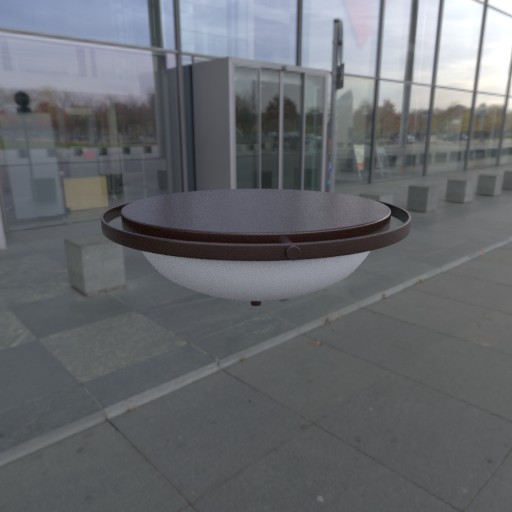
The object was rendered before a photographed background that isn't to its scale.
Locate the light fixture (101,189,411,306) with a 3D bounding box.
[{"bbox_3d":[0.000,0.000,0.559,0.361,0.130,0.361,0,16,0],"label":"light fixture"}]
